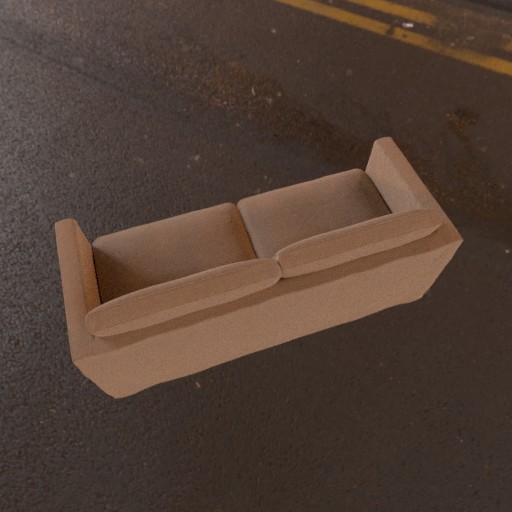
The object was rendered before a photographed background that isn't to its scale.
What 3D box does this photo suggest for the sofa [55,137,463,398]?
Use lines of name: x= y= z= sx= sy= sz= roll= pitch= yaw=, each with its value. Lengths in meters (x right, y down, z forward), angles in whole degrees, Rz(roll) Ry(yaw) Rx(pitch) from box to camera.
sofa: x=0.000 y=0.000 z=2.865 sx=2.296 sy=0.847 sz=0.956 roll=-16 pitch=59 yaw=-10
